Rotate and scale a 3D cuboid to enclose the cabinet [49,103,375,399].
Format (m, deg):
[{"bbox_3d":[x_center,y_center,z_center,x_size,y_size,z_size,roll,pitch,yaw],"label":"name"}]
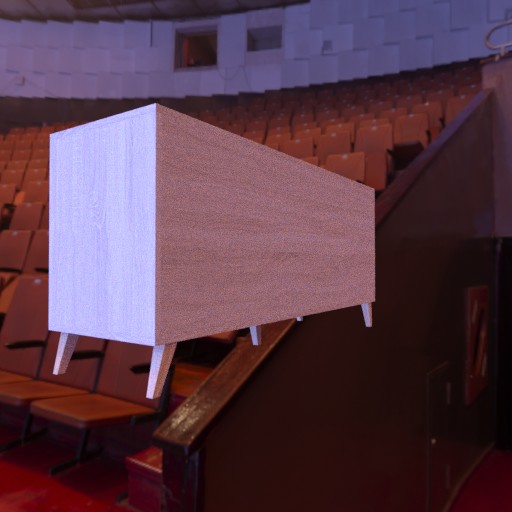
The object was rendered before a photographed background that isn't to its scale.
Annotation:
[{"bbox_3d":[0.000,0.000,1.981,0.500,0.780,1.649,-1,-1,35],"label":"cabinet"}]
